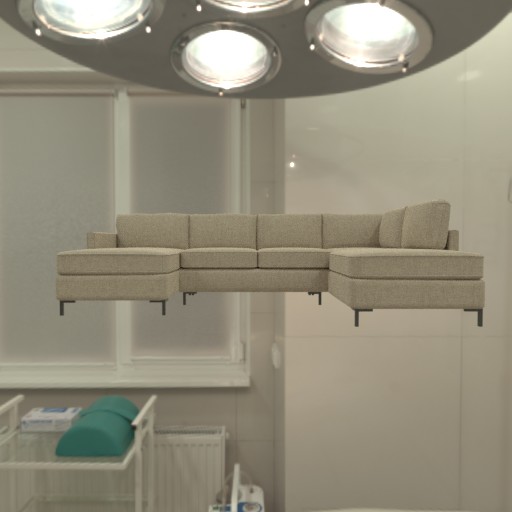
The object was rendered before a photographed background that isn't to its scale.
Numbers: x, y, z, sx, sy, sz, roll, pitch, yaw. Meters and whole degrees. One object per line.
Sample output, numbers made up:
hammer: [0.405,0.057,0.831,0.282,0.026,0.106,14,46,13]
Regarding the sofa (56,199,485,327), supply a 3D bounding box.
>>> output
sofa: [0.000,0.000,4.280,3.423,0.996,2.021,0,2,0]
